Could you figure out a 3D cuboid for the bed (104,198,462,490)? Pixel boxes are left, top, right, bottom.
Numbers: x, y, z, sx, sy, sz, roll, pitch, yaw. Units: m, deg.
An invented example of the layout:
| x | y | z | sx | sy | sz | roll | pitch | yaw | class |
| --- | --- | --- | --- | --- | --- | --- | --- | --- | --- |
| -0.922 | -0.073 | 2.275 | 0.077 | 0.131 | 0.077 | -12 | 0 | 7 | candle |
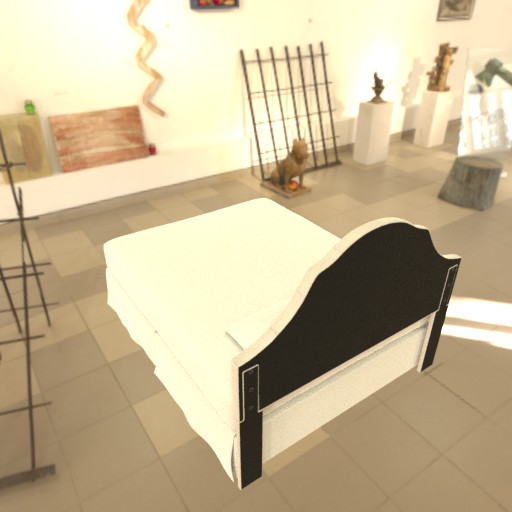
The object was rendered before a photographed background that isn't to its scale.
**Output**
| x | y | z | sx | sy | sz | roll | pitch | yaw | class |
| --- | --- | --- | --- | --- | --- | --- | --- | --- | --- |
| 0.000 | 0.000 | 3.768 | 2.039 | 1.617 | 2.477 | -19 | 36 | -29 | bed |
